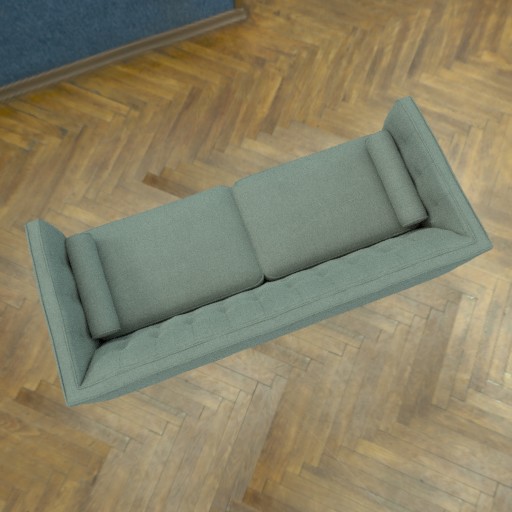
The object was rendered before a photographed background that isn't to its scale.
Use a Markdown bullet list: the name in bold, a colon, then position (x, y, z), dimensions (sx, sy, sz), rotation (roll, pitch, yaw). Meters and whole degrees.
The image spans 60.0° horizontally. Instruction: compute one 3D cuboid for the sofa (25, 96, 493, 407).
- **sofa**: position (0.000, 0.000, 2.462), dimensions (2.079, 0.798, 0.912), rotation (-20, 76, -5)
